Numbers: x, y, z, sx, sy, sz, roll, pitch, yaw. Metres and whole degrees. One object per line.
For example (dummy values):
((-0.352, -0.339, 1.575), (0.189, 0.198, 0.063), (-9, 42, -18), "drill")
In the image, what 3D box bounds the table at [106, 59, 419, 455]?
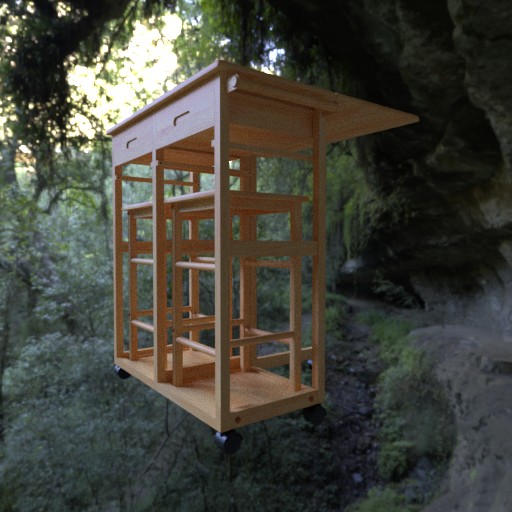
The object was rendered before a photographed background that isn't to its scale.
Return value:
((0.000, 0.000, 1.391), (0.693, 0.832, 0.752), (-1, 2, -36), "table")
